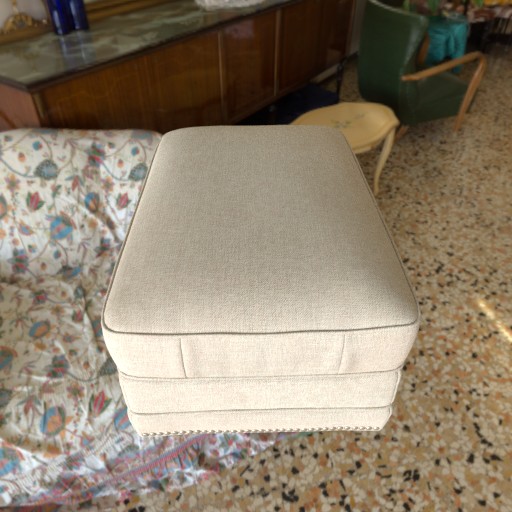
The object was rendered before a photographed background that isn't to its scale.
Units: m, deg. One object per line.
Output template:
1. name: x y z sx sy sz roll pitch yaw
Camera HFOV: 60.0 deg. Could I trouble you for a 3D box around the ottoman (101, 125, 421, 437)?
1. ottoman: 0.000 0.000 1.131 0.559 0.458 0.813 -1 40 -1
